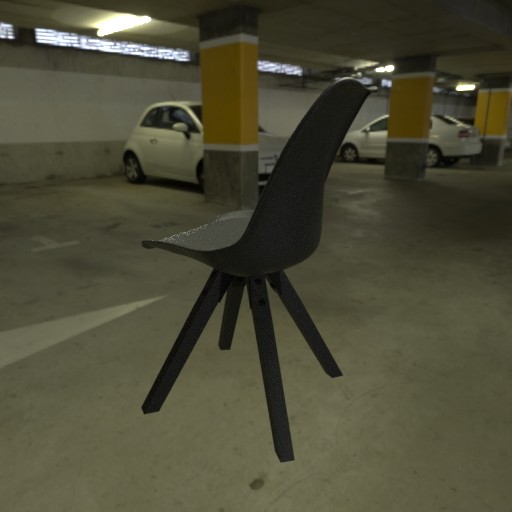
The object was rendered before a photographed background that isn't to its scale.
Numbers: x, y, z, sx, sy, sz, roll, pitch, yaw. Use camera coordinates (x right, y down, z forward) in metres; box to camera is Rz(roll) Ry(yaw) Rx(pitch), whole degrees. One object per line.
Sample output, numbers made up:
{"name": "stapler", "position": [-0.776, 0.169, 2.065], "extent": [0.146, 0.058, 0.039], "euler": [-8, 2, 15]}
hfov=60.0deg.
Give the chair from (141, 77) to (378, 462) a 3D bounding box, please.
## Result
{"name": "chair", "position": [0.000, 0.000, 1.187], "extent": [0.550, 0.850, 0.485], "euler": [8, 18, 25]}
